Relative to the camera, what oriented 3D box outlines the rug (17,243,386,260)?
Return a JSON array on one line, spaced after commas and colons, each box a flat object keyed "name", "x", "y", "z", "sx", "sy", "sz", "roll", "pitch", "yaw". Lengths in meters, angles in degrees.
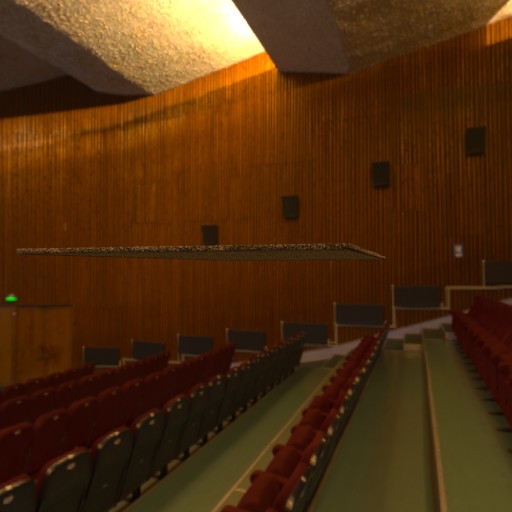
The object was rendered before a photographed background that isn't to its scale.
[{"name": "rug", "x": 0.000, "y": 0.000, "z": 2.865, "sx": 1.501, "sy": 0.025, "sz": 2.352, "roll": 0, "pitch": -1, "yaw": 19}]
